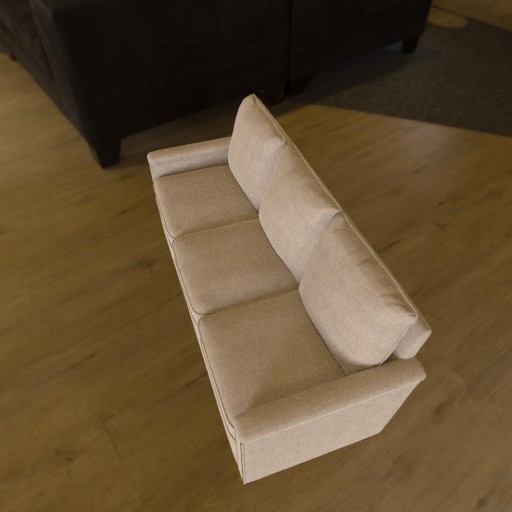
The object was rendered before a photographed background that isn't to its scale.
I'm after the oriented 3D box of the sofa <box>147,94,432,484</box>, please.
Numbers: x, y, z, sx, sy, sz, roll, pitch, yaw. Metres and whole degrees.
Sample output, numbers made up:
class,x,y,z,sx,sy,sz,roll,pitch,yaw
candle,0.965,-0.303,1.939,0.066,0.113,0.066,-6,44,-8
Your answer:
class,x,y,z,sx,sy,sz,roll,pitch,yaw
sofa,0.000,0.000,2.375,0.828,0.959,1.925,-14,48,-13
